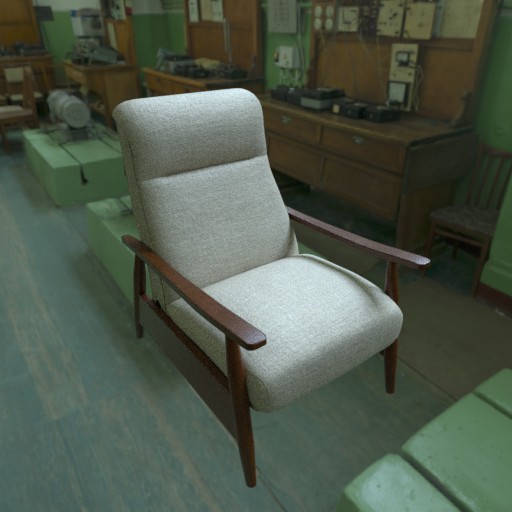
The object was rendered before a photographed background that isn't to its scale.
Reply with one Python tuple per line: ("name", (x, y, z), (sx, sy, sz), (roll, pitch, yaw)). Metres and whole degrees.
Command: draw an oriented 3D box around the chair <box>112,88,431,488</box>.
("chair", (0.000, 0.000, 1.719), (0.762, 1.082, 1.014), (-19, 34, -31))
